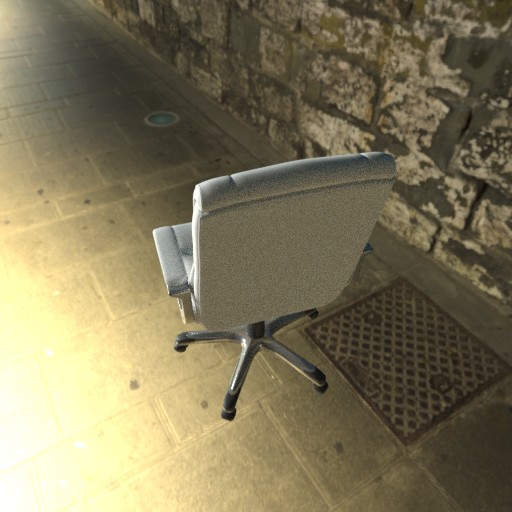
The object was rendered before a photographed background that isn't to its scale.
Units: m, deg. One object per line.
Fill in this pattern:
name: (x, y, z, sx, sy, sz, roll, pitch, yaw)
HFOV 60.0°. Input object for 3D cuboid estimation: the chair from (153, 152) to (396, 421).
chair: (0.000, 0.000, 1.584, 0.687, 1.120, 0.738, -12, 43, -13)
